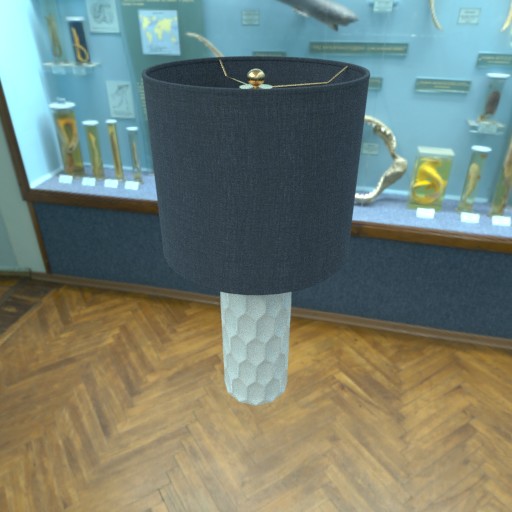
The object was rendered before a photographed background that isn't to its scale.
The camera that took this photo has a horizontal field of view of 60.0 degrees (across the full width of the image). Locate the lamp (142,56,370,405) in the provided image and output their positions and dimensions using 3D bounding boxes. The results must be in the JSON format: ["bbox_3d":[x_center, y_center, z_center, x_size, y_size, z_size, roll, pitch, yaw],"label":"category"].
[{"bbox_3d":[0.000,0.000,0.684,0.277,0.537,0.277,8,31,13],"label":"lamp"}]
